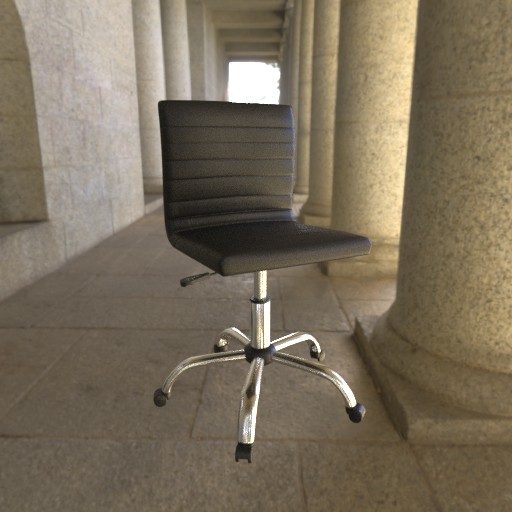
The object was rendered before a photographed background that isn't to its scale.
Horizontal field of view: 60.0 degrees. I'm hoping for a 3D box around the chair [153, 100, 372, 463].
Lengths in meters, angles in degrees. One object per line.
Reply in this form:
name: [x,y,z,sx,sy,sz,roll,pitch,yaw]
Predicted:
chair: [0.000,0.000,1.151,0.556,0.780,0.530,-8,17,-27]
